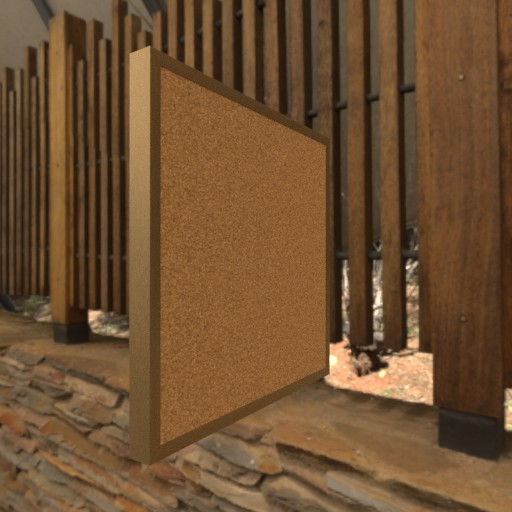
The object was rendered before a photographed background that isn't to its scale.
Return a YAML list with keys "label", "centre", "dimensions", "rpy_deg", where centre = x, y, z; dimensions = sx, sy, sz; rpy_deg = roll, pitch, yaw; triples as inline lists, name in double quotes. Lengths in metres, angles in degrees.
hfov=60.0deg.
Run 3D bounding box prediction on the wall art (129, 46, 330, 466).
- label: "wall art"
  centre: [0.000, 0.000, 0.758]
  dimensions: [0.037, 0.509, 0.510]
  rpy_deg: [0, 0, 34]
